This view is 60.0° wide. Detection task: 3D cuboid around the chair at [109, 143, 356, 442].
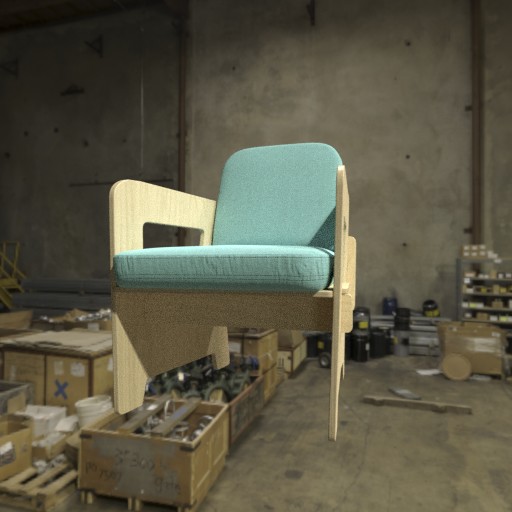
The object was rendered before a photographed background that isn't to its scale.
[{"bbox_3d":[0.000,0.000,1.299,0.590,0.800,0.710,0,-1,18],"label":"chair"}]
